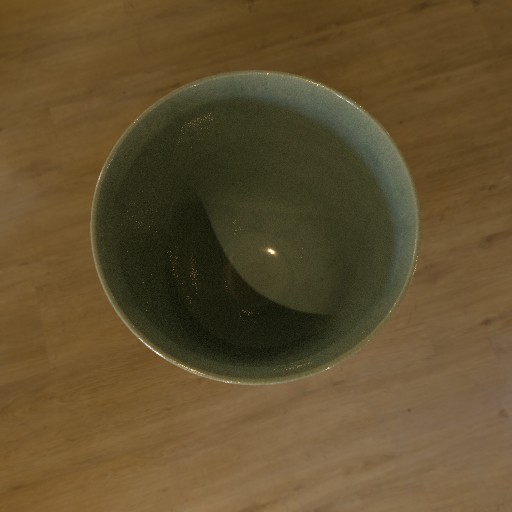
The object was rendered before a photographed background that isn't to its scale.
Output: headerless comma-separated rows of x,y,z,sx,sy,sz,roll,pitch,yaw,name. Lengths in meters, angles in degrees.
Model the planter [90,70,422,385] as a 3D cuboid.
0.000,0.000,0.369,0.198,0.214,0.198,0,76,0,planter
